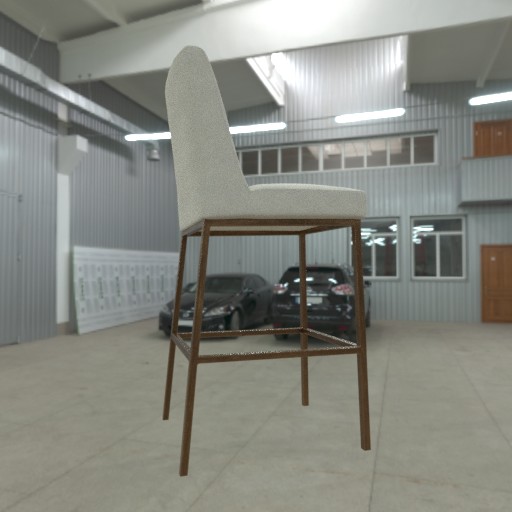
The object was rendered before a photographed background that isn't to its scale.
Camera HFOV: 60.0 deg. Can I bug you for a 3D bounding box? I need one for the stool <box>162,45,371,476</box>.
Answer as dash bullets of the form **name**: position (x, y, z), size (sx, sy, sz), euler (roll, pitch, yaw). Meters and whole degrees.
- **stool**: position (0.000, 0.000, 1.372), size (0.546, 1.084, 0.462), euler (0, -2, -17)
